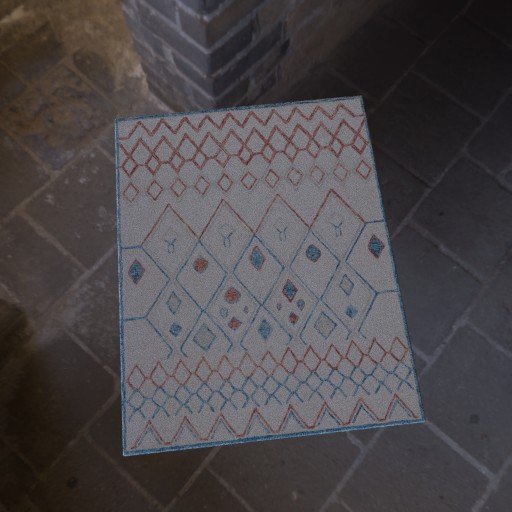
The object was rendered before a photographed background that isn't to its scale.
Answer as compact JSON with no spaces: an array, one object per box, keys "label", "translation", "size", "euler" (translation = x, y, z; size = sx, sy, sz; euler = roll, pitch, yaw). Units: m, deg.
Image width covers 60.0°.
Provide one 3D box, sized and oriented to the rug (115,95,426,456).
[{"label":"rug","translation":[0.000,0.000,3.949],"size":[2.441,0.016,3.050],"euler":[-6,75,-2]}]
